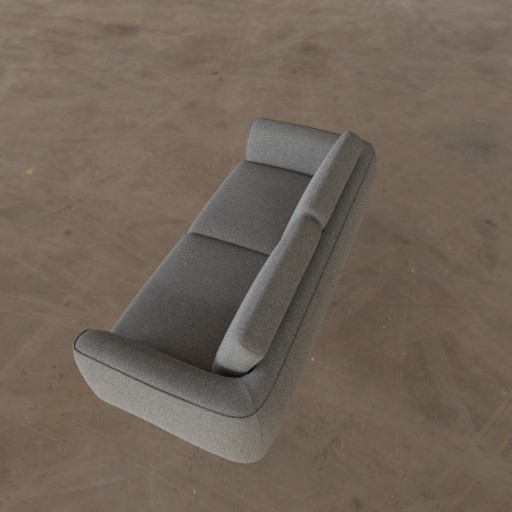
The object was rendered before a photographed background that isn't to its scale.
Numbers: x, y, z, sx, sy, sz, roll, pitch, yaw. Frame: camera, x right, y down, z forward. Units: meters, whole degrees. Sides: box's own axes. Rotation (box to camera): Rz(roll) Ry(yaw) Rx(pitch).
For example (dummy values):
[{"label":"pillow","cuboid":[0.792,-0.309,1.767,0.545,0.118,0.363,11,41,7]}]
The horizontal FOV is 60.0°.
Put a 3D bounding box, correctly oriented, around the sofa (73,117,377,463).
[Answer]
[{"label":"sofa","cuboid":[0.000,0.000,2.442,0.920,0.870,2.000,18,50,15]}]
